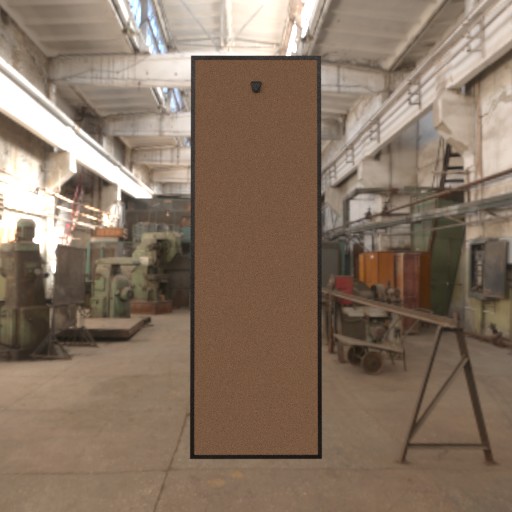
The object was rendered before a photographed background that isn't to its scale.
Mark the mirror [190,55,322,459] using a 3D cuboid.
[{"bbox_3d":[0.000,0.000,1.193,0.354,1.080,0.042,0,-1,0],"label":"mirror"}]
